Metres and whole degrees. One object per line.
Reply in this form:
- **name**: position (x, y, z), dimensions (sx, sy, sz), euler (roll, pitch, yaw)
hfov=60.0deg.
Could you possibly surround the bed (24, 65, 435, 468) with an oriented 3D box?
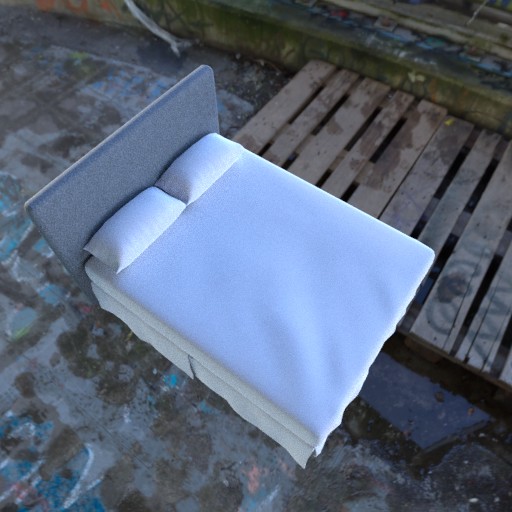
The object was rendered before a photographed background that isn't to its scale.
- **bed**: position (0.000, 0.000, 3.125), dimensions (2.142, 1.330, 1.723), euler (32, 63, 18)
